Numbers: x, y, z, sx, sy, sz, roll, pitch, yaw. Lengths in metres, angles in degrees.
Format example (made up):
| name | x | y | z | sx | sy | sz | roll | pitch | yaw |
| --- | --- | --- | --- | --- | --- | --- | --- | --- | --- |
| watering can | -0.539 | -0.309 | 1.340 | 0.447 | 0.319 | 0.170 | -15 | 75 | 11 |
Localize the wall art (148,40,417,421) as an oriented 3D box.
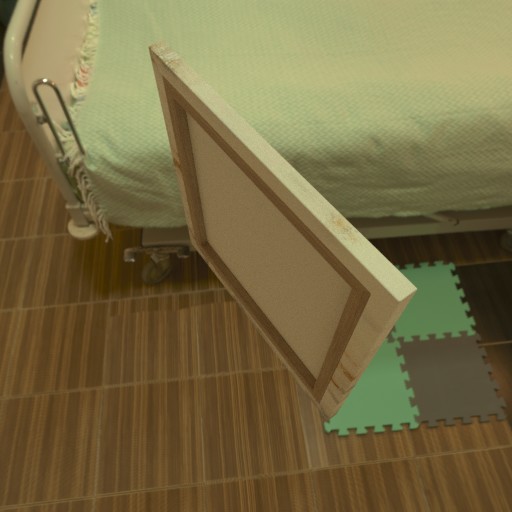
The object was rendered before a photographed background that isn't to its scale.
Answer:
| name | x | y | z | sx | sy | sz | roll | pitch | yaw |
| --- | --- | --- | --- | --- | --- | --- | --- | --- | --- |
| wall art | 0.000 | 0.000 | 1.114 | 0.038 | 0.755 | 0.753 | -31 | 63 | -18 |
